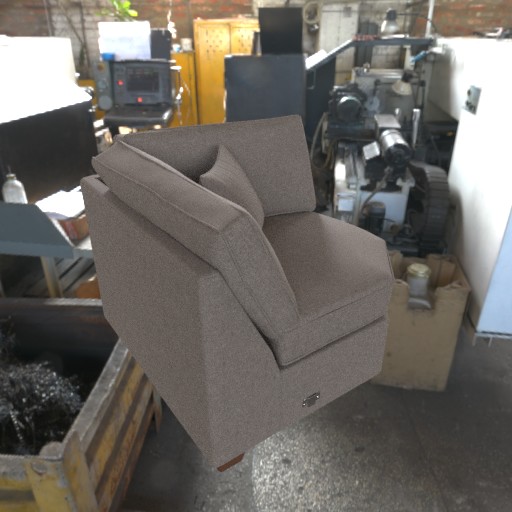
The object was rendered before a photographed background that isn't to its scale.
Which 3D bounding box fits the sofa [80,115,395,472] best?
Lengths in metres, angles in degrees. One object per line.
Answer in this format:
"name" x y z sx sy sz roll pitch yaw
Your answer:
"sofa" 0.000 0.000 1.818 1.042 0.951 1.050 -17 31 -30
